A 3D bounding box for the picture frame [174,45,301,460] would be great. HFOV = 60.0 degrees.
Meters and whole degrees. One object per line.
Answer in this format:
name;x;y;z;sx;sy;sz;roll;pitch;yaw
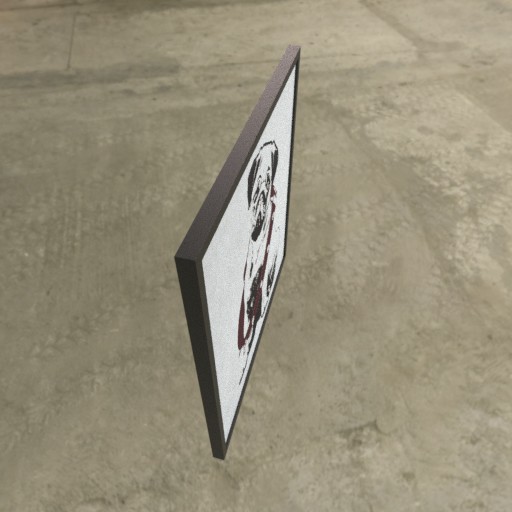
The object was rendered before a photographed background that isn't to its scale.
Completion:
picture frame;0.000;0.000;1.154;0.032;0.775;0.775;11;47;10
